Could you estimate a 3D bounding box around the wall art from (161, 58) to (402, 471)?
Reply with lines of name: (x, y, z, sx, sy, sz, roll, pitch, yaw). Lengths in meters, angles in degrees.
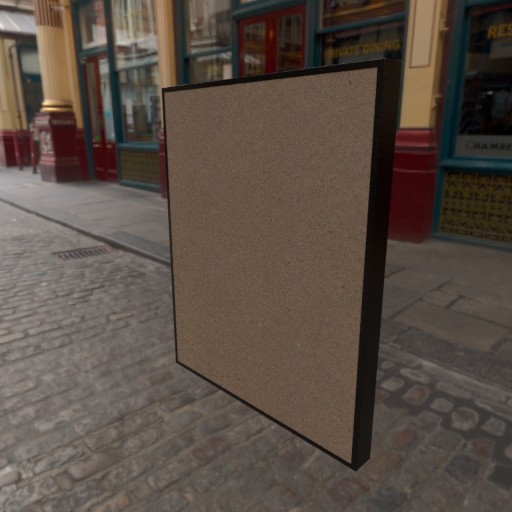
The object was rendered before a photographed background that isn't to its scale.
wall art: (0.000, 0.000, 0.733, 0.038, 0.551, 0.448, -15, 21, -43)
